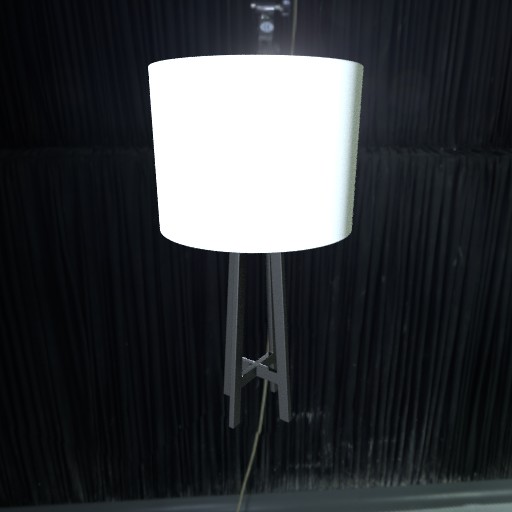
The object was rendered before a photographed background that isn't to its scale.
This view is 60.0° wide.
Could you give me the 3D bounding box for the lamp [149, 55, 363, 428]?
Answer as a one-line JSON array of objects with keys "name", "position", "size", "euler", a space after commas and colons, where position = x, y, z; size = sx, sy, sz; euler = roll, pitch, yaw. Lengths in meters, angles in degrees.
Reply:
[{"name": "lamp", "position": [0.000, 0.000, 0.617], "size": [0.257, 0.489, 0.257], "euler": [-3, 18, -9]}]
